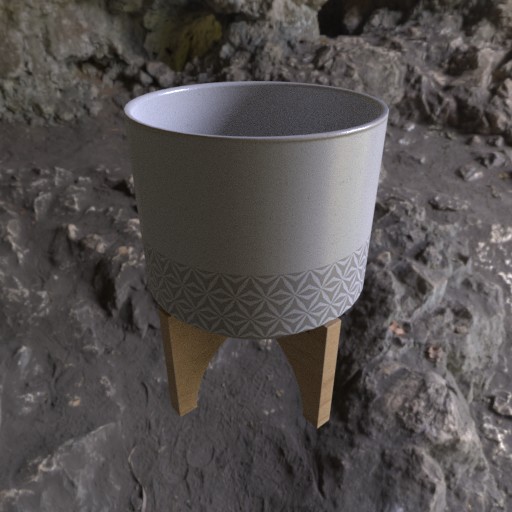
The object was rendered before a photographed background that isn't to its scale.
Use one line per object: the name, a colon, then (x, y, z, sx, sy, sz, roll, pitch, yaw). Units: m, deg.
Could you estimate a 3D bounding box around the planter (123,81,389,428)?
planter: (0.000, 0.000, 0.389, 0.188, 0.260, 0.188, 0, 30, 0)
